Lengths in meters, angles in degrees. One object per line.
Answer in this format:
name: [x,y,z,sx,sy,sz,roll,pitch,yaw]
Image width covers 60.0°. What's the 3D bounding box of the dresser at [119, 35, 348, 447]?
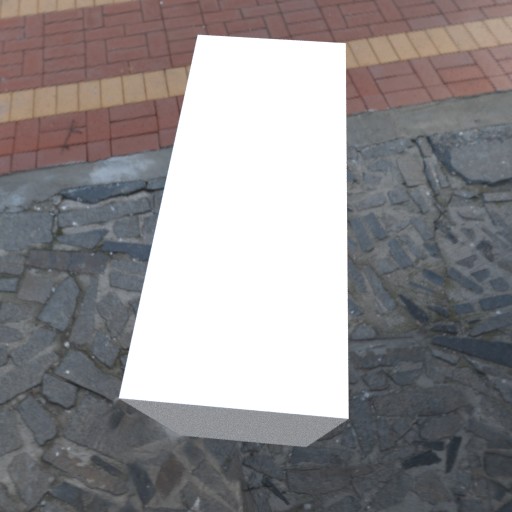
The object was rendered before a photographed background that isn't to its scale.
dresser: [0.000,0.000,1.495,0.460,0.820,1.100,4,63,2]
